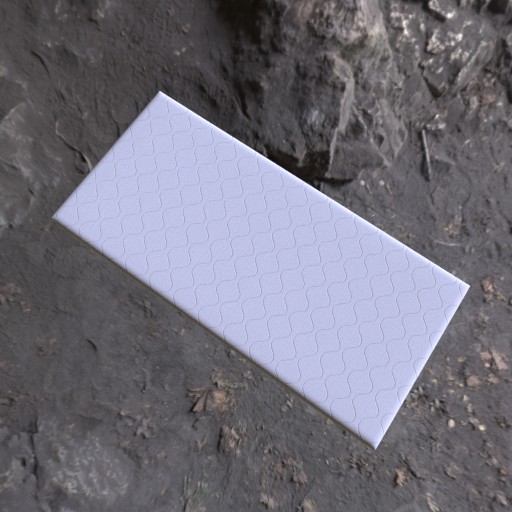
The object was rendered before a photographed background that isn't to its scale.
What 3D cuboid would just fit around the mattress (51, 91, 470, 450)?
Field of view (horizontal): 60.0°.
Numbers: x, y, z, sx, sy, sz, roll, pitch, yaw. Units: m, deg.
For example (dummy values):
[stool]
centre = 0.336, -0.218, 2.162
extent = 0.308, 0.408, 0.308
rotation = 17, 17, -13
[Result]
[mattress]
centre = 0.000, 0.000, 2.257
extent = 1.900, 0.200, 0.900
rotation = 34, 78, 8
